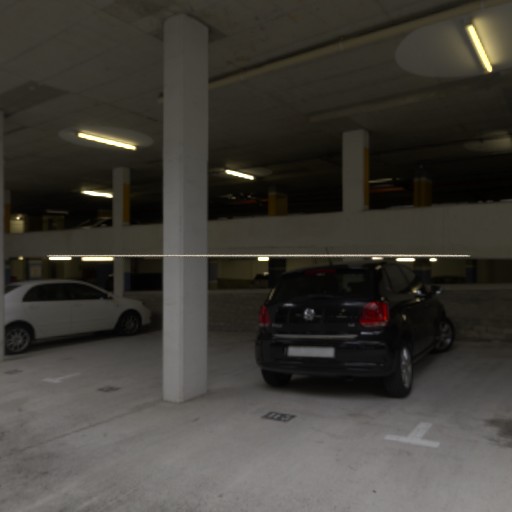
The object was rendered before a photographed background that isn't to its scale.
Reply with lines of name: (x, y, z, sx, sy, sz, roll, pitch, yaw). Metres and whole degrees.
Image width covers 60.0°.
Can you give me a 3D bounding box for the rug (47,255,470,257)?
rug: (0.000, 0.000, 2.854, 2.284, 0.008, 1.522, 0, 0, 35)
